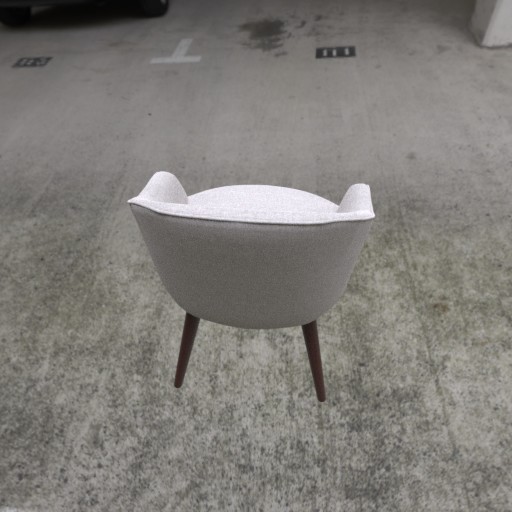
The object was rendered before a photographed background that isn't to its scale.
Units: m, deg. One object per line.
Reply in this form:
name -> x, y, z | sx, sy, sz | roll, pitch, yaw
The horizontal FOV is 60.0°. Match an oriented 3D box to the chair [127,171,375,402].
chair -> 0.000, 0.000, 1.273 | 0.596, 0.823, 0.635 | 4, 46, 4
